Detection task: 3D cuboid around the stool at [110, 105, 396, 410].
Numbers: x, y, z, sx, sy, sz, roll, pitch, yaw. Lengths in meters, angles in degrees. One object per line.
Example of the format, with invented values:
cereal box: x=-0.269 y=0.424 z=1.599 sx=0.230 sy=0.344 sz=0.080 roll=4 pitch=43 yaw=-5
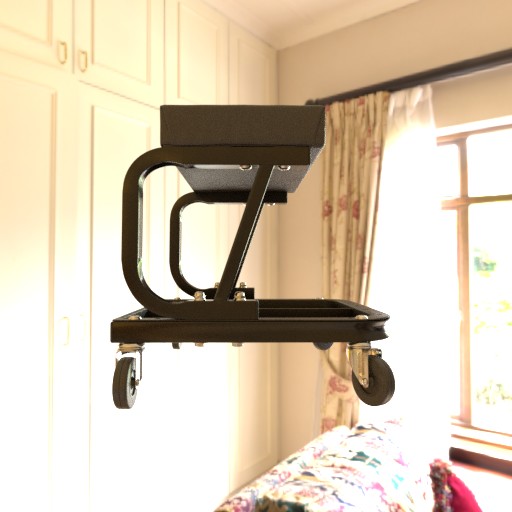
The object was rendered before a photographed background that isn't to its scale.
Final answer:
stool: x=0.000 y=0.000 z=0.740 sx=0.371 sy=0.380 sz=0.446 roll=0 pitch=-1 yaw=-1
